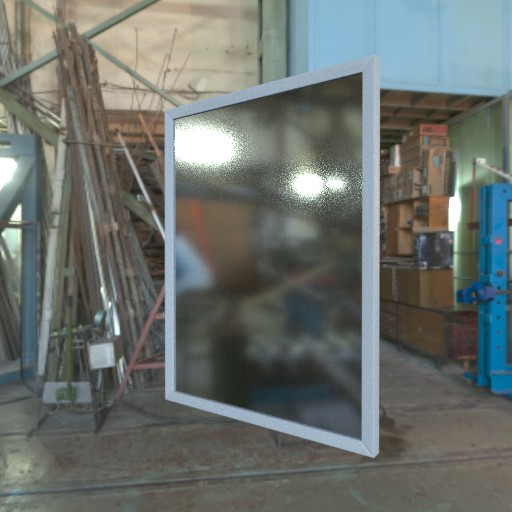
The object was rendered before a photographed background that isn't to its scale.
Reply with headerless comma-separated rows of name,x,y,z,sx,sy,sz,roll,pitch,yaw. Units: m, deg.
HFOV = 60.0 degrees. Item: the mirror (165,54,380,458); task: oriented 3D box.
mirror,0.000,0.000,1.352,0.762,1.016,0.040,0,1,36
